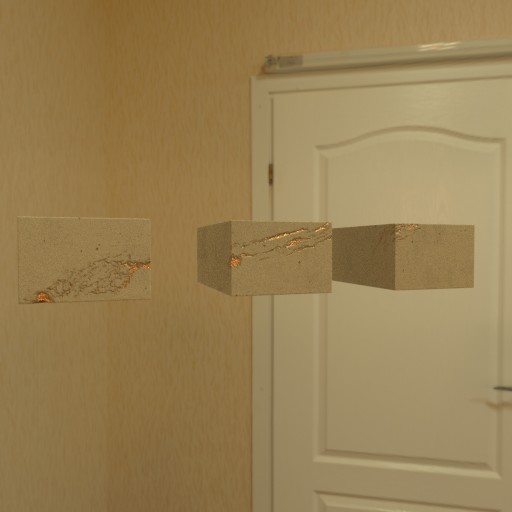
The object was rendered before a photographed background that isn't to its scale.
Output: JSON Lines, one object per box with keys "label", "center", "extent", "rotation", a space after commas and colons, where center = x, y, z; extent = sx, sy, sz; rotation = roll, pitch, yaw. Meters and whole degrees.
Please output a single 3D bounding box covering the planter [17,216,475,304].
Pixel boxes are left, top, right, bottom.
{"label": "planter", "center": [0.000, 0.000, 0.370], "extent": [0.333, 0.051, 0.127], "rotation": [0, 1, -18]}
